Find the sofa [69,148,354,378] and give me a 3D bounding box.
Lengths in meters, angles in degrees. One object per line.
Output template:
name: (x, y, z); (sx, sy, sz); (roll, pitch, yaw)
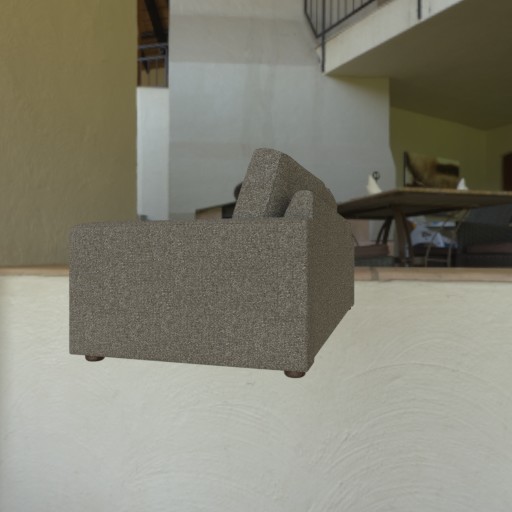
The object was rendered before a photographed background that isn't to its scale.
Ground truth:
sofa: (0.000, 0.000, 2.693); (1.016, 0.873, 2.179); (0, 0, 17)
